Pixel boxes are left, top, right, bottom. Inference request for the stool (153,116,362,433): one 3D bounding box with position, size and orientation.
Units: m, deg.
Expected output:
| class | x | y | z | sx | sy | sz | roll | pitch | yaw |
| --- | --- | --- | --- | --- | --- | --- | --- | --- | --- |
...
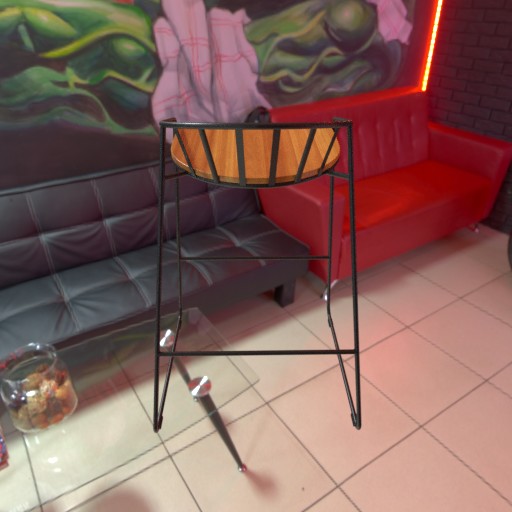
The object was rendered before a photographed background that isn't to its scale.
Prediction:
| class | x | y | z | sx | sy | sz | roll | pitch | yaw |
| --- | --- | --- | --- | --- | --- | --- | --- | --- | --- |
| stool | 0.000 | 0.000 | 1.177 | 0.546 | 0.812 | 0.521 | -1 | 31 | -1 |
